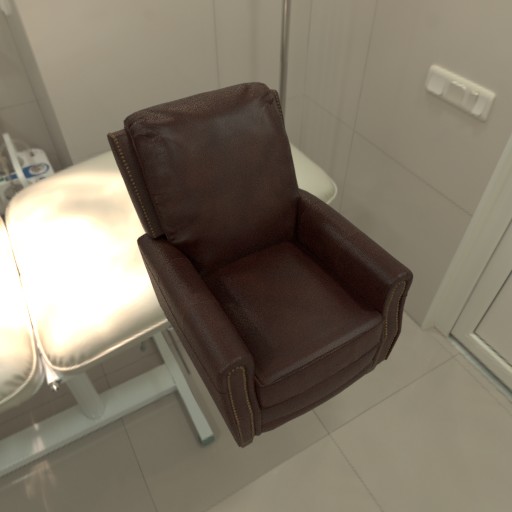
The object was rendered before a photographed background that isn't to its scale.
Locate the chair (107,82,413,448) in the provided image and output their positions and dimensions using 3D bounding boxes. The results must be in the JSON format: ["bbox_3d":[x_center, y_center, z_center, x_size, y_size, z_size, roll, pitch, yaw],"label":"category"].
[{"bbox_3d":[0.000,0.000,1.839,0.826,1.022,1.089,-23,50,-20],"label":"chair"}]
